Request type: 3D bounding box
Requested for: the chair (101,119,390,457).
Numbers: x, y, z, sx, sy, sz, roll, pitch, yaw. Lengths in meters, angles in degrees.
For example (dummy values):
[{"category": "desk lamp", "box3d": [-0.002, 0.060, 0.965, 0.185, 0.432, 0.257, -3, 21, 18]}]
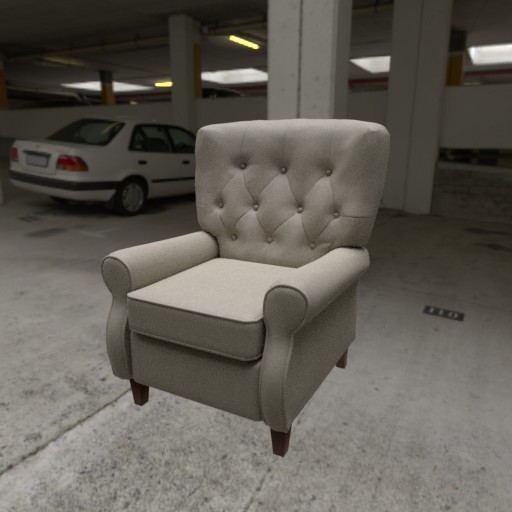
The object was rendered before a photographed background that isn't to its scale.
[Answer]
[{"category": "chair", "box3d": [0.000, 0.000, 1.909, 0.943, 1.158, 1.059, 8, 17, 27]}]
